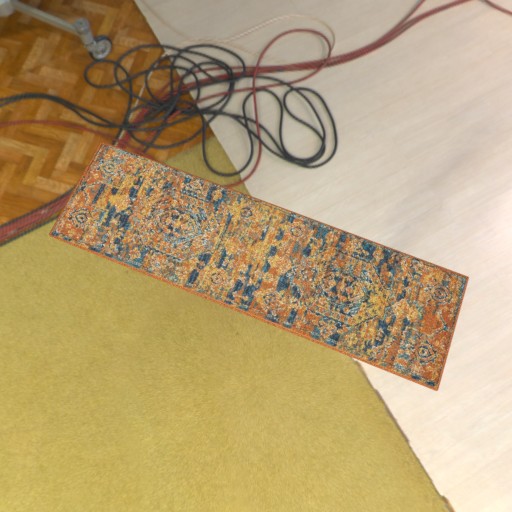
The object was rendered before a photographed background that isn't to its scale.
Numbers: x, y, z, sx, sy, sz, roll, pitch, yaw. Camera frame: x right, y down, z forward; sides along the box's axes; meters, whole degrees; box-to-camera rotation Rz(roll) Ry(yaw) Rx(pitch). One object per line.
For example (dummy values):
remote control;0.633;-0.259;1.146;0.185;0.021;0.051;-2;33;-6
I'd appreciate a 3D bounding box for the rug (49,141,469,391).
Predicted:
rug;0.000;0.000;2.477;2.274;0.016;0.651;21;75;6
